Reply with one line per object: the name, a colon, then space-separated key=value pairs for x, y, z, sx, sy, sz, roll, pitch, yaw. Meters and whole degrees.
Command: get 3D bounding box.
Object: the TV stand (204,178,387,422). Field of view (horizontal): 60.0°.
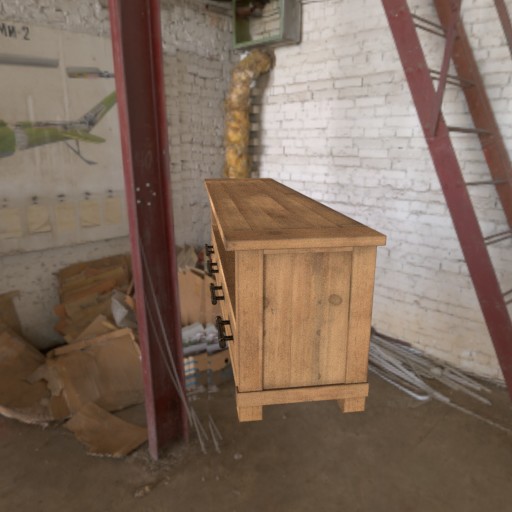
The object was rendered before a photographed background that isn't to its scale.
TV stand: x=0.000 y=0.000 z=2.093 sx=0.453 sy=0.573 sz=1.804 roll=-2 pitch=15 yaw=-8
